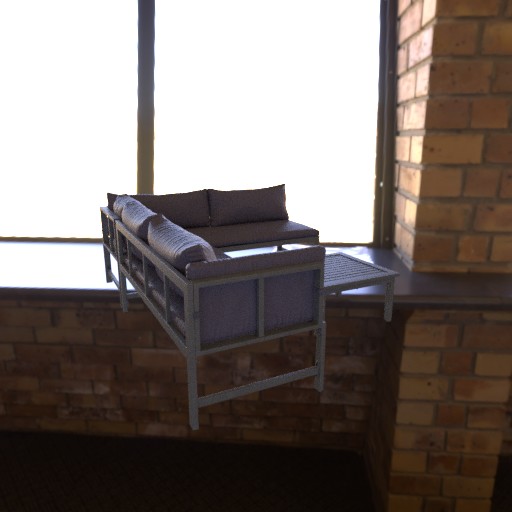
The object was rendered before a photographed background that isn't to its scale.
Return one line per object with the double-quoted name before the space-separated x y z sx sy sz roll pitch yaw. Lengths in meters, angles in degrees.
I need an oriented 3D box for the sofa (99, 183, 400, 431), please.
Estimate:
"sofa" 0.000 0.000 2.977 1.658 0.762 2.149 -8 17 -26
